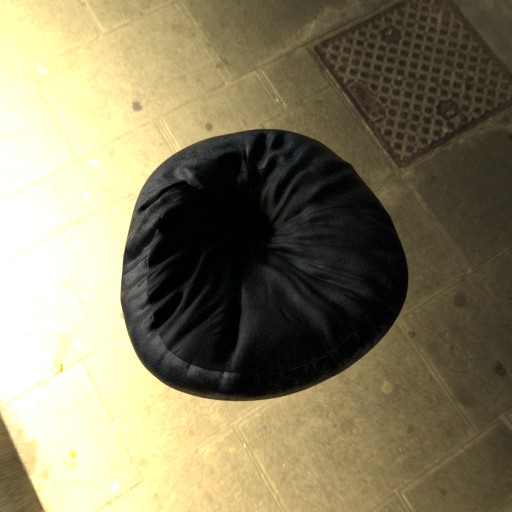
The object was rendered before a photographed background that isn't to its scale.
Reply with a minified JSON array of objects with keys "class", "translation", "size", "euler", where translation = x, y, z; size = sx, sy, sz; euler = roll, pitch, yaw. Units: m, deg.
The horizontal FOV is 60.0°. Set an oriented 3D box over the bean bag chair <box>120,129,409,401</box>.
[{"class":"bean bag chair","translation":[0.000,0.000,2.500],"size":[1.524,0.878,1.524],"euler":[-16,77,-4]}]
